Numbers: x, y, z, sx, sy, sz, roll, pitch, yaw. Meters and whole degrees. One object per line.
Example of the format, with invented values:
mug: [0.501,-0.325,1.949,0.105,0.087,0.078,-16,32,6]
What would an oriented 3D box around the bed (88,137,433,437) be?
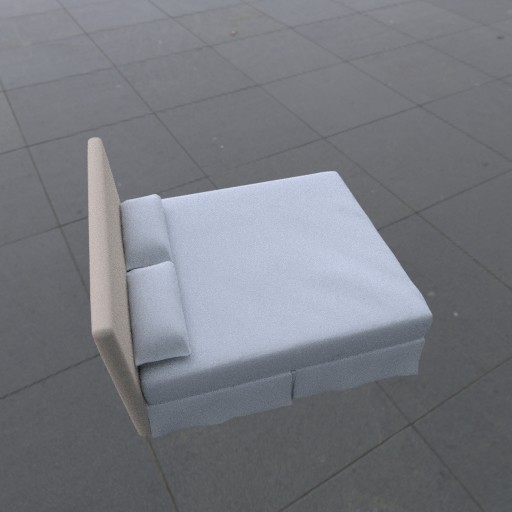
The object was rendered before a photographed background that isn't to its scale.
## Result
bed: [0.000,0.000,3.361,2.142,1.330,1.884,-11,47,-10]
